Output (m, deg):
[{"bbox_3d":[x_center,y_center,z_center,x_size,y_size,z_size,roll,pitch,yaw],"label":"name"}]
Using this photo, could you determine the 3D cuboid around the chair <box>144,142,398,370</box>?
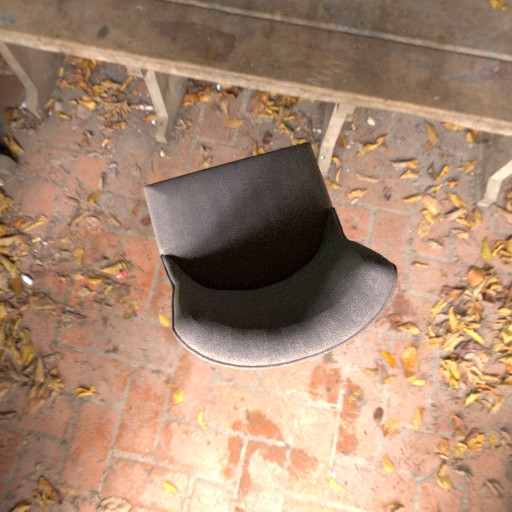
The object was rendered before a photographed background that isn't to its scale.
[{"bbox_3d":[0.000,0.000,1.293,0.548,0.916,0.636,-16,76,-4],"label":"chair"}]
